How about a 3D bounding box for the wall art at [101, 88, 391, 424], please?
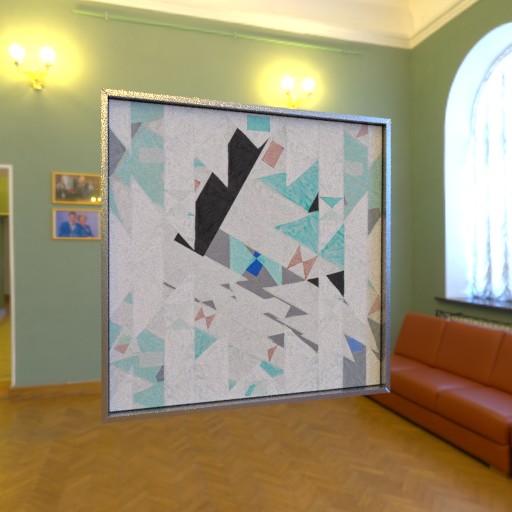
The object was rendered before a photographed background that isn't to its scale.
[{"bbox_3d":[0.000,0.000,0.532,0.350,0.350,0.038,0,0,-18],"label":"wall art"}]
